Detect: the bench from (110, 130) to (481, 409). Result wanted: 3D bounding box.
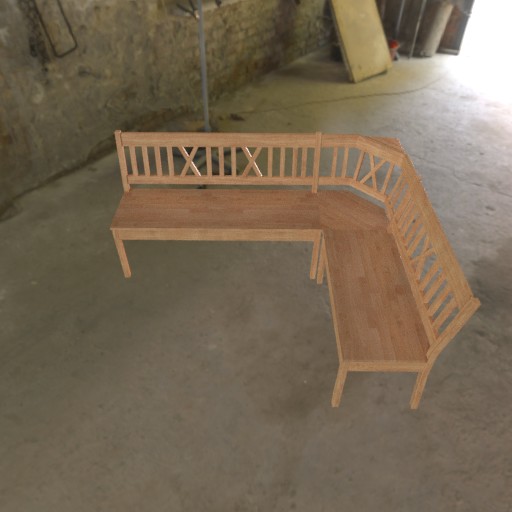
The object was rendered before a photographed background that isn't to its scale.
[{"bbox_3d":[0.000,0.000,2.763,1.937,0.902,1.537,1,43,1],"label":"bench"}]
